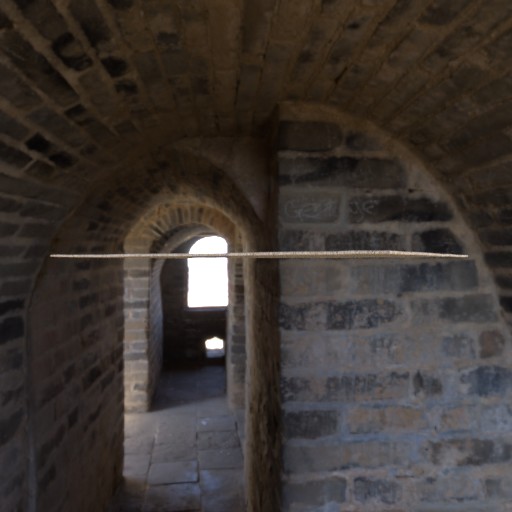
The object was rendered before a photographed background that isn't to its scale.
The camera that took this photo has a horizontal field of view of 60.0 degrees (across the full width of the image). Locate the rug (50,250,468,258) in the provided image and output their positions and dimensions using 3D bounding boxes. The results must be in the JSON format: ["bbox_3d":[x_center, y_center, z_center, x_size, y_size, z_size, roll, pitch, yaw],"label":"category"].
[{"bbox_3d":[0.000,0.000,2.319,1.822,0.018,1.211,0,-1,35],"label":"rug"}]
